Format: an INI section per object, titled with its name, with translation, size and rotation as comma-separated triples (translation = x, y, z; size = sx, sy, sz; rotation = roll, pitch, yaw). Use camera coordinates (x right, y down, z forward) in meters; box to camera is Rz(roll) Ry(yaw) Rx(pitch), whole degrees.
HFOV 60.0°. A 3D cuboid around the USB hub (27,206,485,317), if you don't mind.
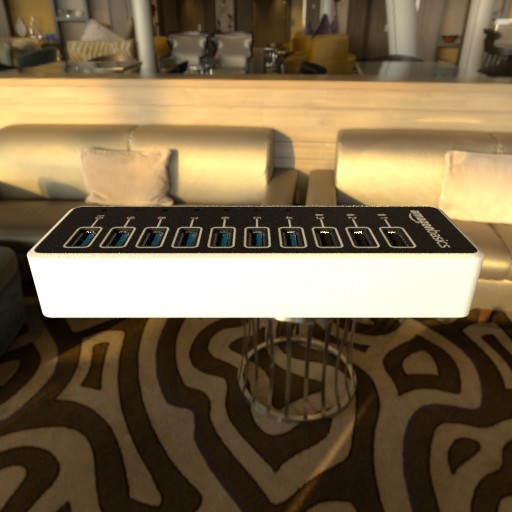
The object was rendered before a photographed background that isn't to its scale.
[USB hub]
translation = 0.000, 0.000, 0.161
size = 0.145, 0.023, 0.044
rotation = 0, 28, 0
